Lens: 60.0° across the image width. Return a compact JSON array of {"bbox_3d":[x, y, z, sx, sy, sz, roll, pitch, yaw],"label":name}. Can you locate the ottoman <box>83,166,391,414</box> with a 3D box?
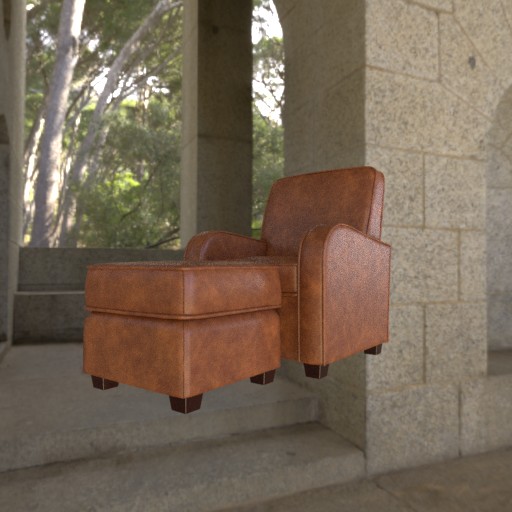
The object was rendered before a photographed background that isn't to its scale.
[{"bbox_3d":[0.000,0.000,1.869,0.732,0.904,1.314,-1,-1,37],"label":"ottoman"}]
